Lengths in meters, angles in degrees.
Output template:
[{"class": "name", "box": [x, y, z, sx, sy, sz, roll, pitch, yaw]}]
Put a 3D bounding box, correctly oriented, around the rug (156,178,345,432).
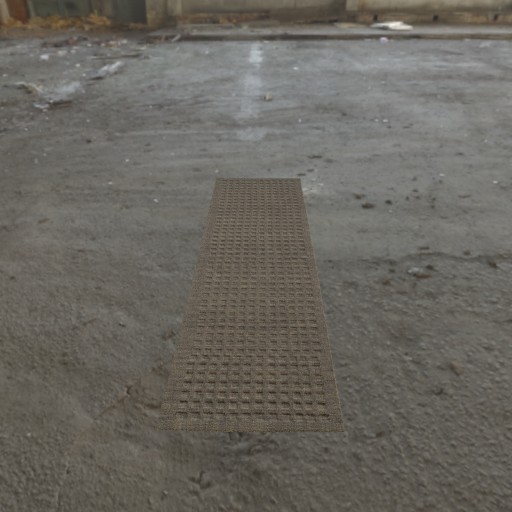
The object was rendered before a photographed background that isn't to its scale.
[{"class": "rug", "box": [0.000, 0.000, 2.675, 0.706, 0.009, 2.443, 1, 32, 1]}]
